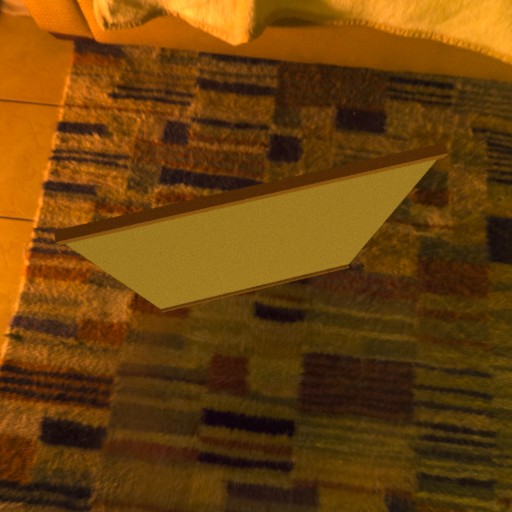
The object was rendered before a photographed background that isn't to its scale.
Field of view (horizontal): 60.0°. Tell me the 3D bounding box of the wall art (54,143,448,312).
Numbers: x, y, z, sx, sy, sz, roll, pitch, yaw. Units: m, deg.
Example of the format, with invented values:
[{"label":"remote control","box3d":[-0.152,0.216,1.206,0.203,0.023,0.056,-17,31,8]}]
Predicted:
[{"label":"wall art","box3d":[0.000,0.000,0.691,0.405,0.508,0.012,-13,75,-3]}]
